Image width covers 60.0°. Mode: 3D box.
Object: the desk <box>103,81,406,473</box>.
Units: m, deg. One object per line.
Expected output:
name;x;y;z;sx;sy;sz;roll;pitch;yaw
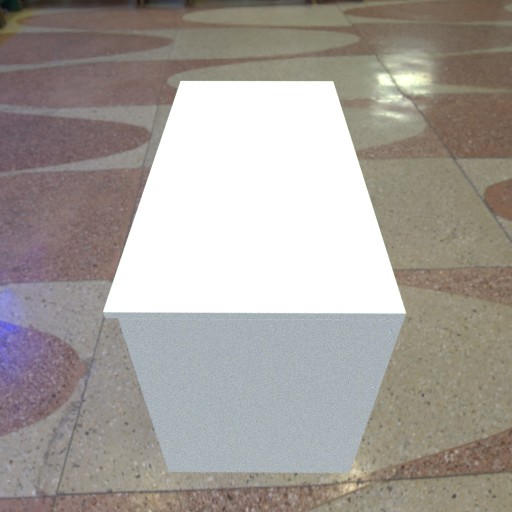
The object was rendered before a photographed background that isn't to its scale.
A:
desk;0.000;0.000;1.469;0.560;0.730;1.100;0;43;0
